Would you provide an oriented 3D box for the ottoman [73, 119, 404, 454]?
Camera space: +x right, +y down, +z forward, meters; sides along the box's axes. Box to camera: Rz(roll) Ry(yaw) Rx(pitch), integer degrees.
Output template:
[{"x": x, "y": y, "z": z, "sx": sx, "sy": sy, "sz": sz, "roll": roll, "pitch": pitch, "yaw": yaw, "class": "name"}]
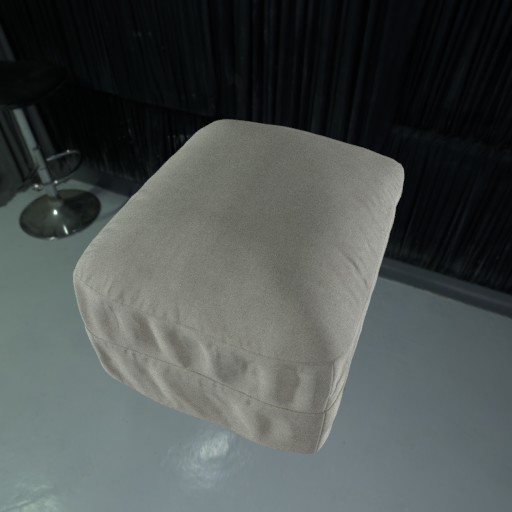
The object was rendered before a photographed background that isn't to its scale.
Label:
[{"x": 0.000, "y": 0.000, "z": 1.095, "sx": 0.584, "sy": 0.480, "sz": 0.712, "roll": 16, "pitch": 48, "yaw": 15, "class": "ottoman"}]
